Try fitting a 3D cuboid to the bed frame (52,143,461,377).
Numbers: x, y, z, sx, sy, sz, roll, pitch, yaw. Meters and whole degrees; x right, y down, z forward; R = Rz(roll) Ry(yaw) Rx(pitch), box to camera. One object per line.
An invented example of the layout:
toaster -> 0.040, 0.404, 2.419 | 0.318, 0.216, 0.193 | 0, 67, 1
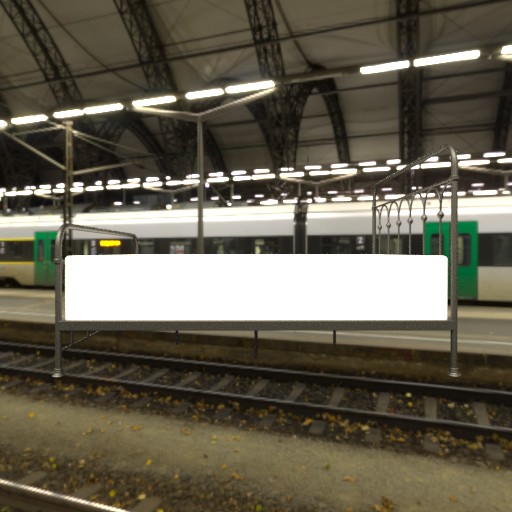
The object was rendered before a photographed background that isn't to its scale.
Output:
bed frame -> 0.000, 0.000, 3.187 | 2.203, 1.276, 1.664 | 0, 0, 0
